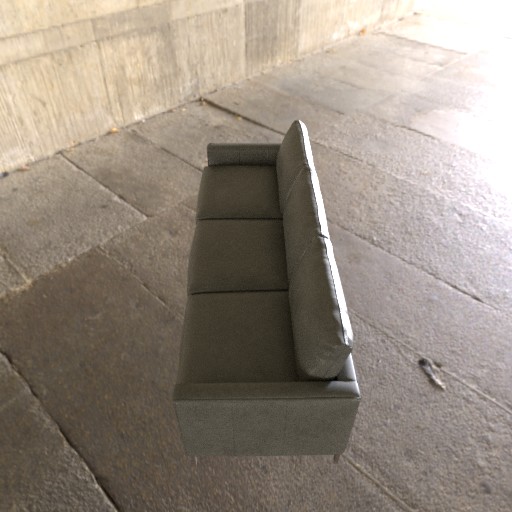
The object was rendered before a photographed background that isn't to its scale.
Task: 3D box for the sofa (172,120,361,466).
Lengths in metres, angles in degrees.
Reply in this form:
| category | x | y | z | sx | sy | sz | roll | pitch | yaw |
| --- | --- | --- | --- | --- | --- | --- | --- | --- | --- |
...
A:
| category | x | y | z | sx | sy | sz | roll | pitch | yaw |
| --- | --- | --- | --- | --- | --- | --- | --- | --- | --- |
| sofa | 0.000 | 0.000 | 2.477 | 0.748 | 0.805 | 2.029 | -1 | 41 | -1 |
